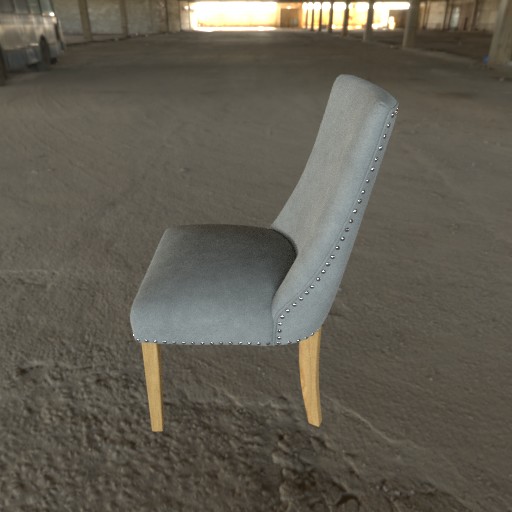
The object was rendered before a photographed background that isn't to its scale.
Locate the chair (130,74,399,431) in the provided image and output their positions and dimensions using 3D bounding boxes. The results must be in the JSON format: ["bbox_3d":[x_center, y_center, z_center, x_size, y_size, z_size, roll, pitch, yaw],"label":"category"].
[{"bbox_3d":[0.000,0.000,1.238,0.610,0.902,0.495,0,28,0],"label":"chair"}]
